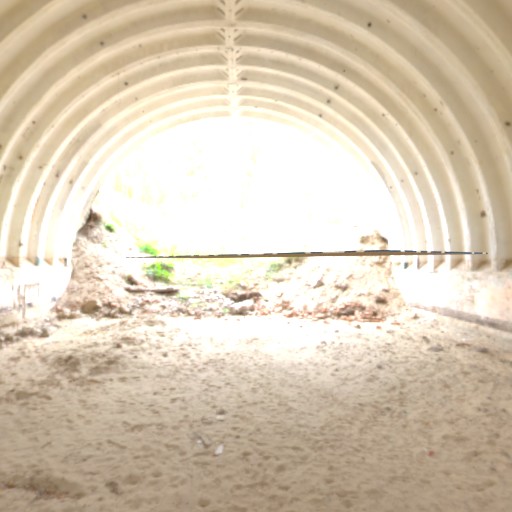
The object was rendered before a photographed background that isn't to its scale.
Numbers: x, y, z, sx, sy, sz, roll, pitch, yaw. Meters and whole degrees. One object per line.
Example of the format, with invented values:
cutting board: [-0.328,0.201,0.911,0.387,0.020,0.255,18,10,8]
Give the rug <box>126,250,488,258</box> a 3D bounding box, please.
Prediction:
rug: [0.000,0.000,2.553,0.685,0.006,2.296,1,-1,-37]
